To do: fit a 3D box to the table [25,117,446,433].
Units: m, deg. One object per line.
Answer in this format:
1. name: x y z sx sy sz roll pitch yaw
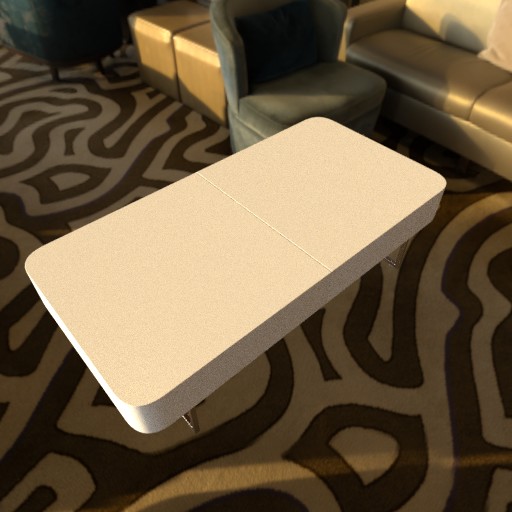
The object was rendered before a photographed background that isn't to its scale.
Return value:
1. table: 0.000 0.000 1.444 1.200 0.340 0.600 -33 54 -28
